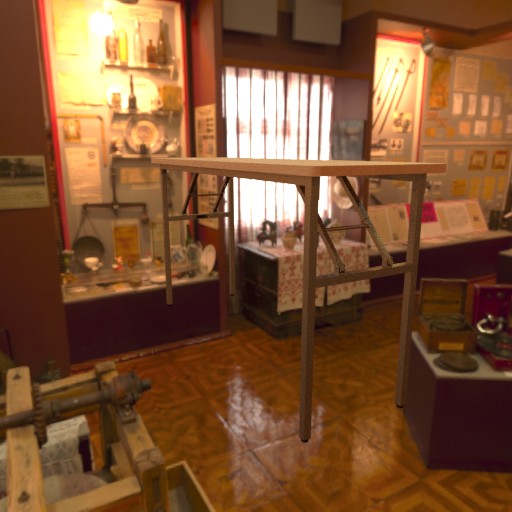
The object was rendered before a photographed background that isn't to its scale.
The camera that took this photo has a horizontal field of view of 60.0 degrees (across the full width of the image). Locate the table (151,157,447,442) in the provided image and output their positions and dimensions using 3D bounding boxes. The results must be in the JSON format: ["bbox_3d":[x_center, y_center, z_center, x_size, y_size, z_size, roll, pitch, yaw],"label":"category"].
[{"bbox_3d":[0.000,0.000,1.768,0.446,0.750,1.397,-7,15,-27],"label":"table"}]
